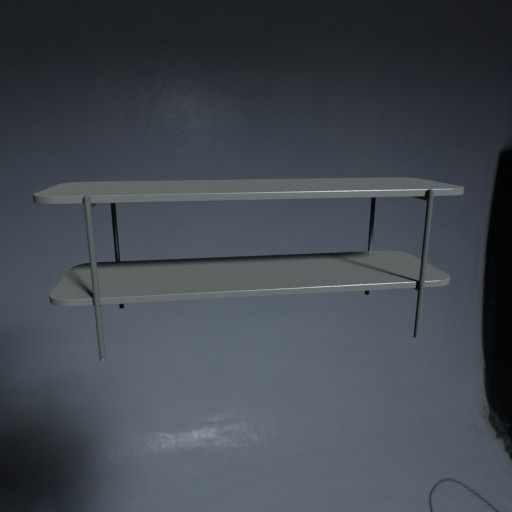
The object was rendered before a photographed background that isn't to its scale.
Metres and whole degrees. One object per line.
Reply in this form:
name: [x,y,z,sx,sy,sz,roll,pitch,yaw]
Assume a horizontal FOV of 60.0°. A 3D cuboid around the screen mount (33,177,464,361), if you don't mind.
screen mount: [0.000,0.000,1.406,1.200,0.447,0.400,-2,15,-9]
